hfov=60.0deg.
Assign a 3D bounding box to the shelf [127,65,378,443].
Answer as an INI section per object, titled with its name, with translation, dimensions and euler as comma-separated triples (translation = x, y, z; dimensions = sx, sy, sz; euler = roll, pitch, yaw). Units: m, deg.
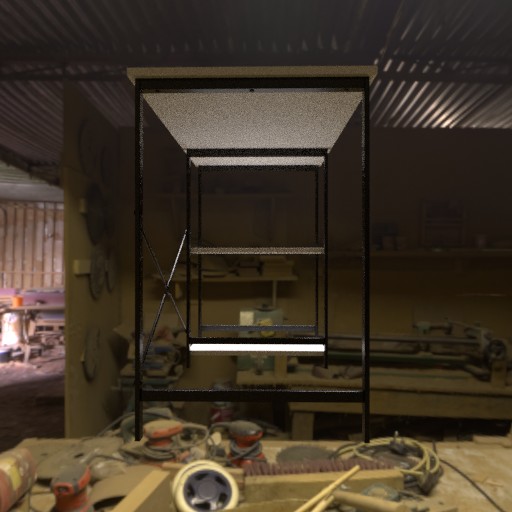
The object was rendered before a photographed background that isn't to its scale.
[shelf]
translation = 0.000, 0.000, 1.329
dimensions = 0.498, 0.750, 0.902
euler = 0, 0, 1
